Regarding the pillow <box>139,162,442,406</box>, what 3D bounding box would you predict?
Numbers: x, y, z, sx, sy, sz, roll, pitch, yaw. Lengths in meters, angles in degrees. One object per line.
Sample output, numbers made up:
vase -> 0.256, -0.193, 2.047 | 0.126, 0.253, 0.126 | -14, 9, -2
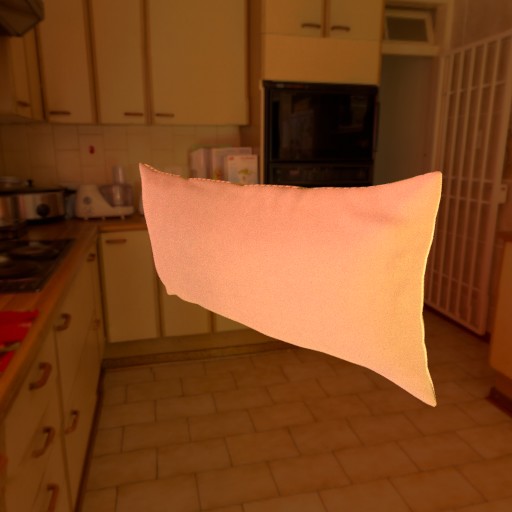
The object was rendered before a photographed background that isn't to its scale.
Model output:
pillow -> 0.000, 0.000, 0.719 | 0.156, 0.292, 0.608 | -13, 18, -42
